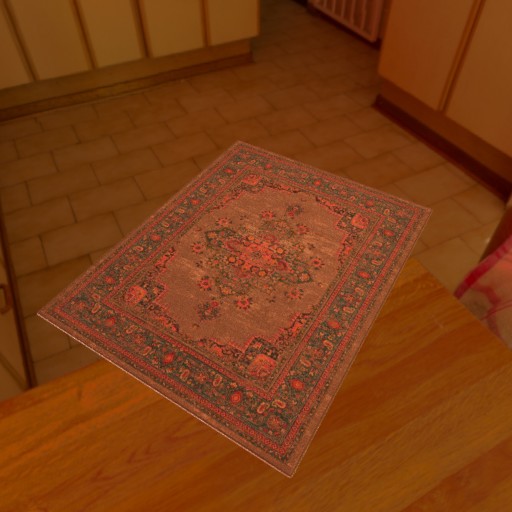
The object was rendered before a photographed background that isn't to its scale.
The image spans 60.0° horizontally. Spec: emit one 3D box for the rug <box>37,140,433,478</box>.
[{"bbox_3d":[0.000,0.000,4.152,2.434,0.013,3.057,25,52,21],"label":"rug"}]
